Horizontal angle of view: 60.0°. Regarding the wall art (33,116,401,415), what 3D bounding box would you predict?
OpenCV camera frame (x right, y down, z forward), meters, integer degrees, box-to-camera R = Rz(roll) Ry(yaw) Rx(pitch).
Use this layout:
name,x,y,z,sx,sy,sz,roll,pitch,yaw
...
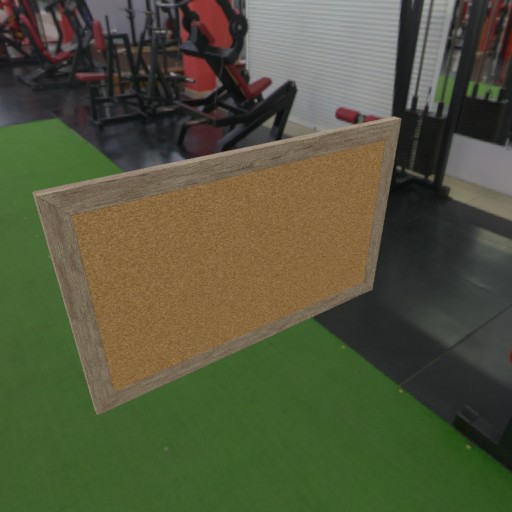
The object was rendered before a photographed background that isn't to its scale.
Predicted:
name,x,y,z,sx,sy,sz,roll,pitch,yaw
wall art,0.000,0.000,0.957,0.780,0.480,0.021,-19,37,-28
